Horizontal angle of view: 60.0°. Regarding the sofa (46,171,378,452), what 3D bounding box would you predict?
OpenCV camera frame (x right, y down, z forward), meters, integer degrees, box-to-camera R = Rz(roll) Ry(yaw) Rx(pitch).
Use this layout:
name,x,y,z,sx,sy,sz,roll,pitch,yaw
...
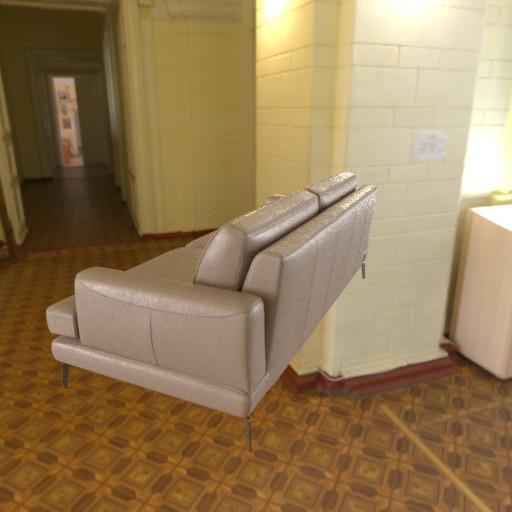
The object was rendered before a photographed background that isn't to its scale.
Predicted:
name,x,y,z,sx,sy,sz,roll,pitch,yaw
sofa,0.000,0.000,2.390,0.974,0.765,1.940,8,19,24
